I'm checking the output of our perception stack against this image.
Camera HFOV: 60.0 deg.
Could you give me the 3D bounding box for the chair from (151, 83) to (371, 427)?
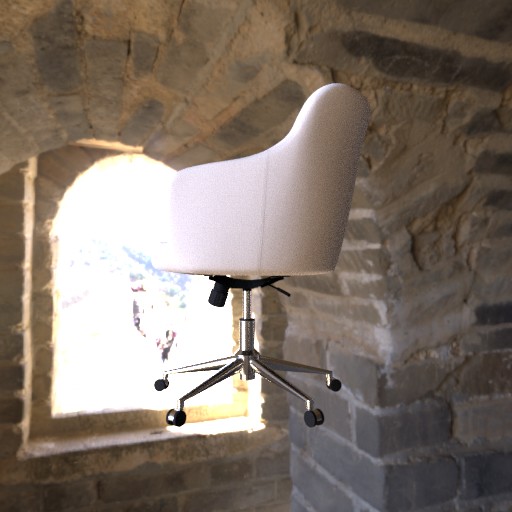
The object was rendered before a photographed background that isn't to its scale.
[{"bbox_3d":[0.000,0.000,1.278,0.647,0.819,0.602,-1,-2,19],"label":"chair"}]
